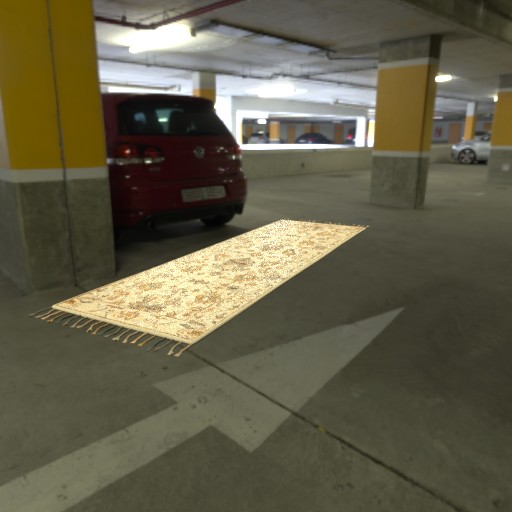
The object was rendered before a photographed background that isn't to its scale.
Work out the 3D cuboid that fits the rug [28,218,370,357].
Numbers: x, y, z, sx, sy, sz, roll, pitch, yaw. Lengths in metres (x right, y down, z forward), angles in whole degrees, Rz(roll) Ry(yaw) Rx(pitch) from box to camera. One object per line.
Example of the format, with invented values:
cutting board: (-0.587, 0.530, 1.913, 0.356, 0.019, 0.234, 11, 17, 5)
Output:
rug: (0.000, 0.000, 2.601, 0.729, 0.021, 2.438, 8, 17, 27)
